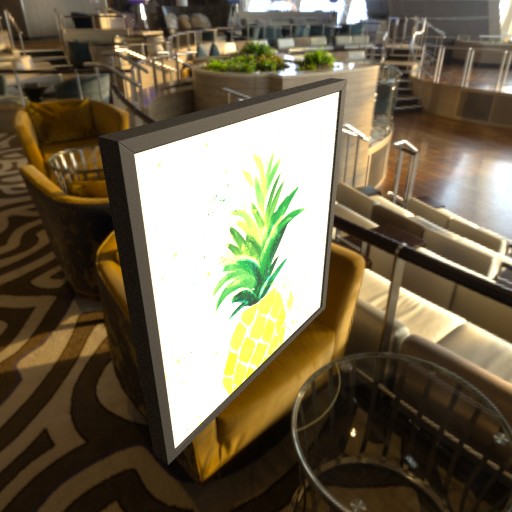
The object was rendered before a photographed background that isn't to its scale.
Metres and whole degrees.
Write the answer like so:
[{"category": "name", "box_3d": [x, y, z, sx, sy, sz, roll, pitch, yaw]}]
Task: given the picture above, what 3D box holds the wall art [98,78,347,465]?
[{"category": "wall art", "box_3d": [0.000, 0.000, 0.752, 0.033, 0.507, 0.508, 20, 35, 31]}]
